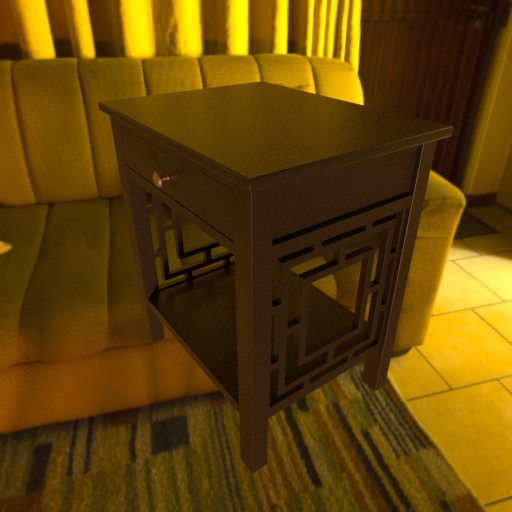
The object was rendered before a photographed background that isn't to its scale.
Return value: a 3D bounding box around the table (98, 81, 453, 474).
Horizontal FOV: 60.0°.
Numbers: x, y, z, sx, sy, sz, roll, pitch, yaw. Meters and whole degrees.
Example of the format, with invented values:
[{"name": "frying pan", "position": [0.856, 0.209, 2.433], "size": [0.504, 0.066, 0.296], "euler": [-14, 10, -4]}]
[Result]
[{"name": "table", "position": [0.000, 0.000, 1.026], "size": [0.451, 0.646, 0.564], "euler": [-20, 36, -30]}]
